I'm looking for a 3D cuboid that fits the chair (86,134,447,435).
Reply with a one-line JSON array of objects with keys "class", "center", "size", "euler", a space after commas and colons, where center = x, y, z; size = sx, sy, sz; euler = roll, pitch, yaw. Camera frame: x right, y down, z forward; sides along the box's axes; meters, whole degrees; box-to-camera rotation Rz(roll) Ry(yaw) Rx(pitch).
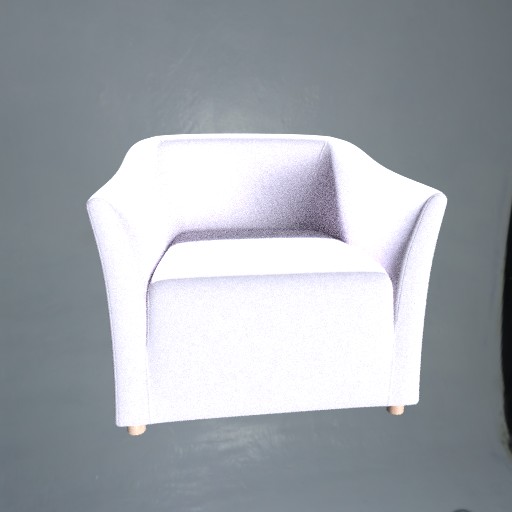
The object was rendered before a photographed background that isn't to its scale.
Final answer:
[{"class": "chair", "center": [0.000, 0.000, 1.325], "size": [0.790, 0.720, 0.700], "euler": [-2, 14, -7]}]
